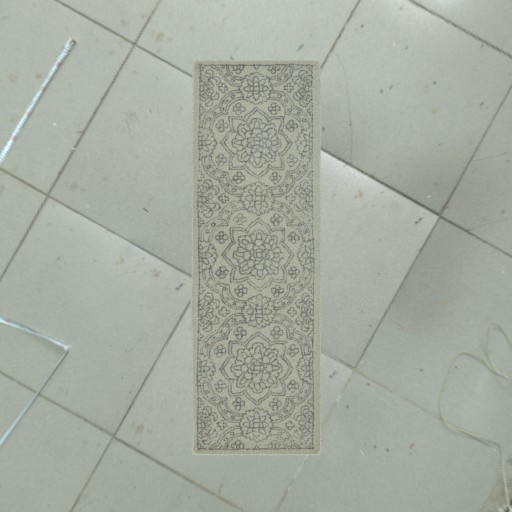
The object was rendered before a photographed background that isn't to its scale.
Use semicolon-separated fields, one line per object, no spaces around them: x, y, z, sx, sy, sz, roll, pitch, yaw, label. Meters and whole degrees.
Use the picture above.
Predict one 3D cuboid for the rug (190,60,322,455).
0.000;0.000;2.726;0.806;0.006;2.431;0;89;0;rug
